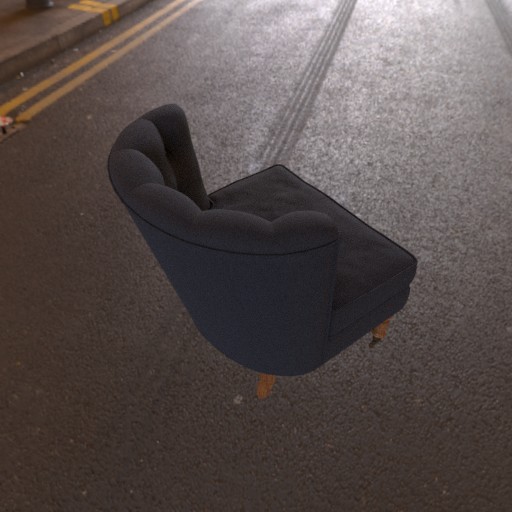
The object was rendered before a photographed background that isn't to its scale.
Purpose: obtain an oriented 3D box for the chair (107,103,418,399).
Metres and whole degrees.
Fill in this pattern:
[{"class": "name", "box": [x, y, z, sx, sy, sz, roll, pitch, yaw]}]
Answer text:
[{"class": "chair", "box": [0.000, 0.000, 1.358, 0.718, 0.771, 0.740, -26, 48, -25]}]
